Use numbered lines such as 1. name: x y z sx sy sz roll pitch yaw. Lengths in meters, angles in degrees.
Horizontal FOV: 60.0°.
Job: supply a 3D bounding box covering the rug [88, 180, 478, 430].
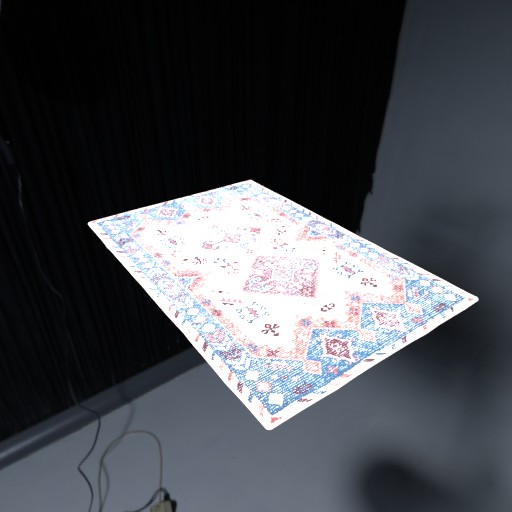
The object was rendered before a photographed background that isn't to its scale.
1. rug: 0.000 0.000 2.374 1.225 0.015 1.840 -20 36 -30
